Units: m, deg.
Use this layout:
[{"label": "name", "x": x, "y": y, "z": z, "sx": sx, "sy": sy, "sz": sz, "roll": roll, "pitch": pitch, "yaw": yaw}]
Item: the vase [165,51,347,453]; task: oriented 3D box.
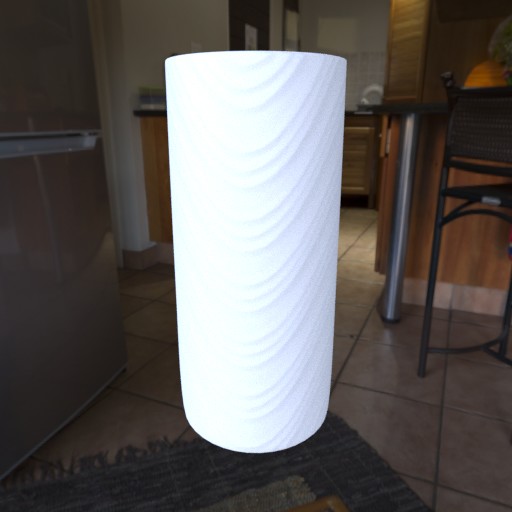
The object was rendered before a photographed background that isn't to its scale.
[{"label": "vase", "x": 0.000, "y": 0.000, "z": 0.391, "sx": 0.143, "sy": 0.316, "sz": 0.143, "roll": 0, "pitch": 18, "yaw": 0}]
